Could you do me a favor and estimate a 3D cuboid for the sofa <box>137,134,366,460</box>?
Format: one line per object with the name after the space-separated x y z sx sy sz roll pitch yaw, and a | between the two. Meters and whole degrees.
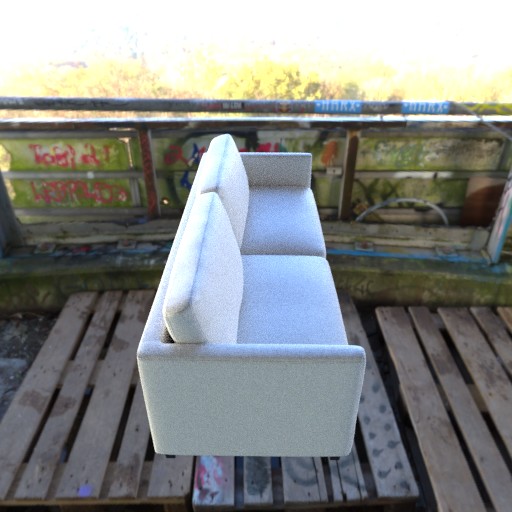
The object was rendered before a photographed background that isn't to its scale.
0.000 0.000 2.899 0.948 0.965 2.434 0 32 1 | sofa
